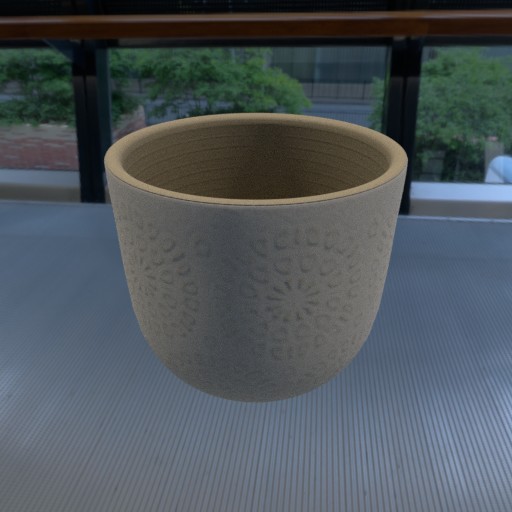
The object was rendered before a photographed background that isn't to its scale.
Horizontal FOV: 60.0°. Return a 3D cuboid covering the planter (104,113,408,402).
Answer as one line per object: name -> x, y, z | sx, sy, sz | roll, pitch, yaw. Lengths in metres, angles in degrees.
planter -> 0.000, 0.000, 0.216 | 0.124, 0.109, 0.124 | 0, 30, 0
